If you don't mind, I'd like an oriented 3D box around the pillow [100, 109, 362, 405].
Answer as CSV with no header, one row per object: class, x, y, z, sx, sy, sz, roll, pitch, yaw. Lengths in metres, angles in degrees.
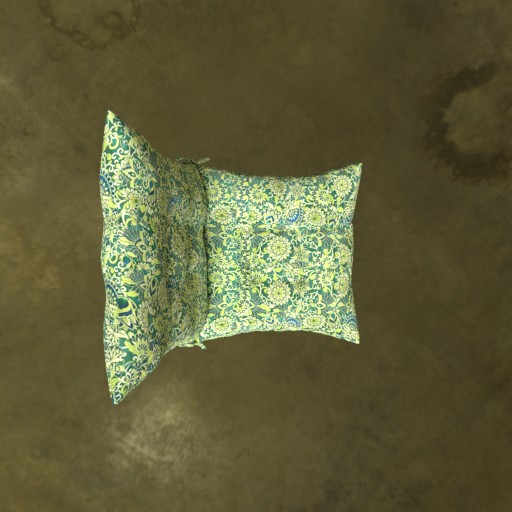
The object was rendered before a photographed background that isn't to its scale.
pillow,0.000,0.000,1.015,0.585,0.536,0.541,0,91,0
